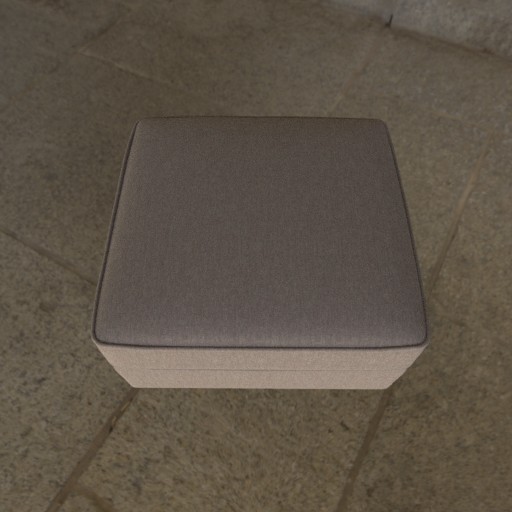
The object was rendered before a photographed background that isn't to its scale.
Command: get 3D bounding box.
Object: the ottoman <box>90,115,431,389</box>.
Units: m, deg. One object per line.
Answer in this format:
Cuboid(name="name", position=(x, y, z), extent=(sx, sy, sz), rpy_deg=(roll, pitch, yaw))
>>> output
Cuboid(name="ottoman", position=(0.000, 0.000, 1.443), extent=(0.871, 0.612, 0.808), rpy_deg=(0, 59, 0))
